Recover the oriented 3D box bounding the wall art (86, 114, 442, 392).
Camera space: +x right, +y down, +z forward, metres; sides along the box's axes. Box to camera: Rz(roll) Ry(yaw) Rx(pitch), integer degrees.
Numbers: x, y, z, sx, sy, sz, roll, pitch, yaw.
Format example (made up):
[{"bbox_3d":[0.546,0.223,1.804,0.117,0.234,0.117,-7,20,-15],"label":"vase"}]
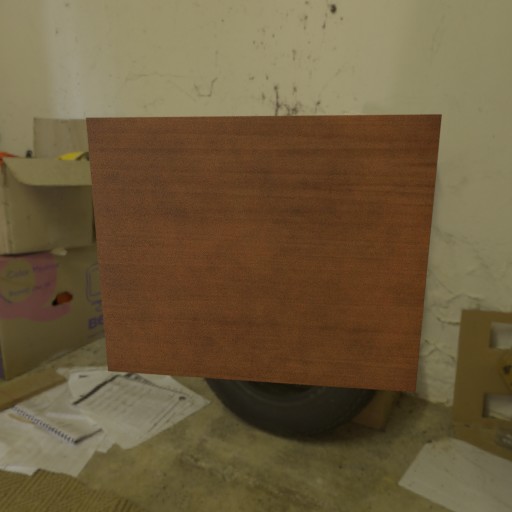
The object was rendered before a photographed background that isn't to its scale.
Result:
[{"bbox_3d":[0.000,0.000,0.761,0.558,0.457,0.033,2,14,7],"label":"wall art"}]
